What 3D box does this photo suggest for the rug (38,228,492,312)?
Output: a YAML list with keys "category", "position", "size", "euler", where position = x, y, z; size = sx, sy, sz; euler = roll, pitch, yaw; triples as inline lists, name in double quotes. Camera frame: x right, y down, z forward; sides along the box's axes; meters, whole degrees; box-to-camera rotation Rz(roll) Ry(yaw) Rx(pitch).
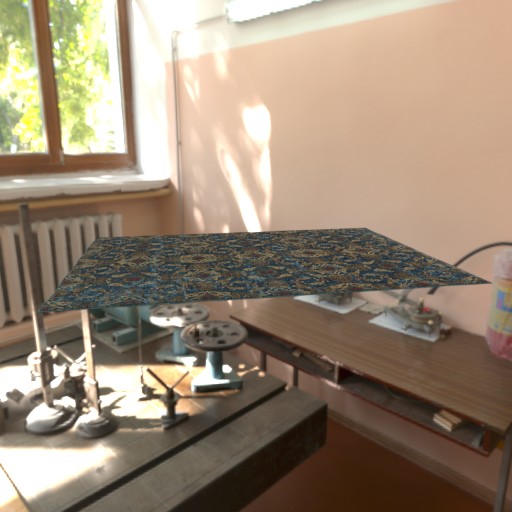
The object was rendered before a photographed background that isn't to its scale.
- category: "rug"
  position: [0.000, 0.000, 4.247]
  size: [3.291, 0.013, 2.337]
  euler: [-3, 15, -10]
